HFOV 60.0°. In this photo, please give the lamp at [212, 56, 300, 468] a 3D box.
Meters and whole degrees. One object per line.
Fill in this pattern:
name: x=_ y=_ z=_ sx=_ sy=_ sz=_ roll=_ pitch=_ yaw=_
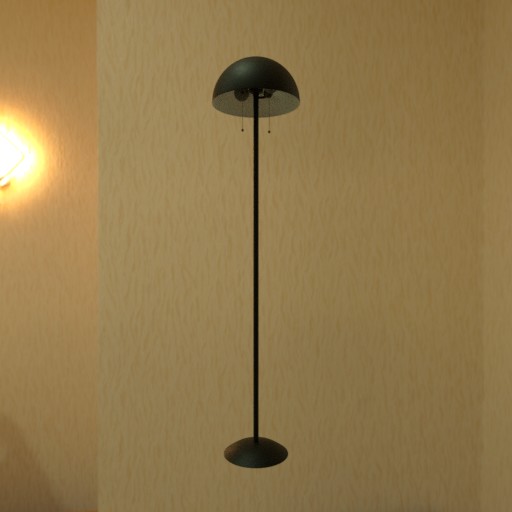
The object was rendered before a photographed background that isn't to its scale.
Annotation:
lamp: x=0.000 y=0.000 z=1.661 sx=0.328 sy=1.480 sz=0.328 roll=0 pitch=1 yaw=-36
